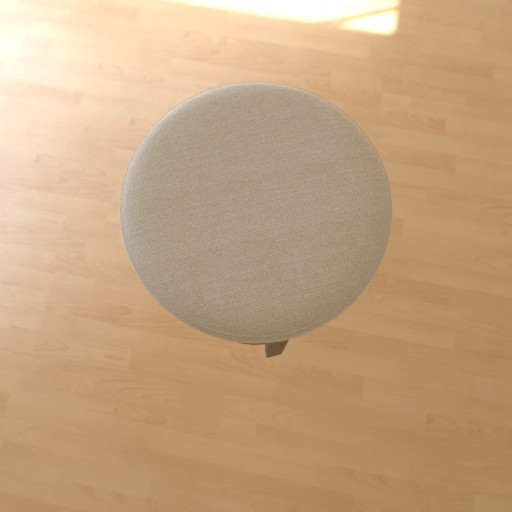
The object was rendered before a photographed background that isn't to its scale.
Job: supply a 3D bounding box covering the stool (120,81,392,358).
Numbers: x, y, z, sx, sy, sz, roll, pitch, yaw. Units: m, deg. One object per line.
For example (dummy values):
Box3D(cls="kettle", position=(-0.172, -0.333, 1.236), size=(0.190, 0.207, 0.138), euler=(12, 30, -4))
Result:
Box3D(cls="stool", position=(0.000, 0.000, 1.021), size=(0.446, 0.758, 0.446), euler=(0, 76, 0))
